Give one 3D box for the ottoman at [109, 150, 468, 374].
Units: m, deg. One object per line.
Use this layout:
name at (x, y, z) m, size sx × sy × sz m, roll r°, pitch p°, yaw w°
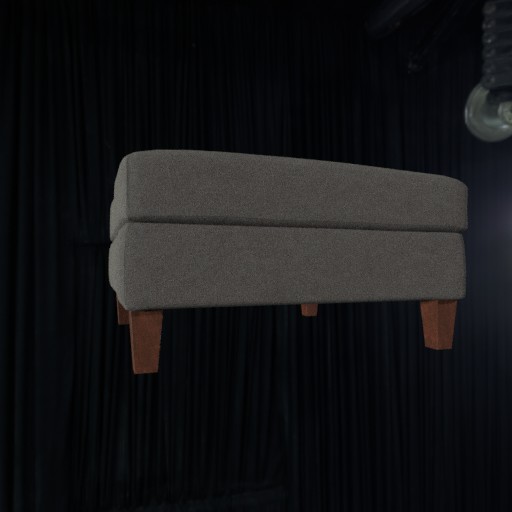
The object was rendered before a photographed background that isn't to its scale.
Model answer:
ottoman at (0.000, 0.000, 1.384) m, size 0.861 × 0.482 × 0.881 m, roll 0°, pitch -1°, yaw -19°
